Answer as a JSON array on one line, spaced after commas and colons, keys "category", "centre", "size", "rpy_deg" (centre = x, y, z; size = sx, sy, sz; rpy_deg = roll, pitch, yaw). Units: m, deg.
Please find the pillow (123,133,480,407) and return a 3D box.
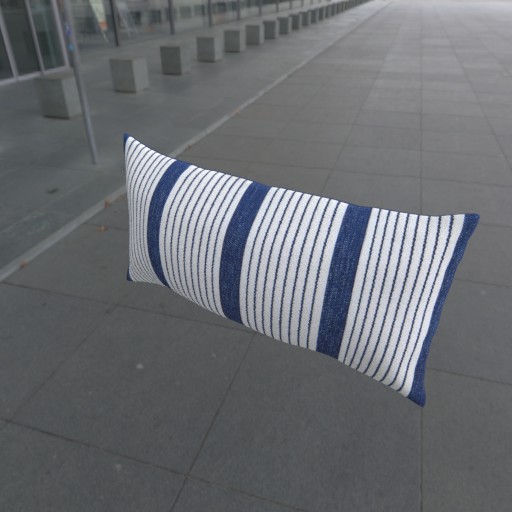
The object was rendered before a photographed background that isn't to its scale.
[{"category": "pillow", "centre": [0.000, 0.000, 0.722], "size": [0.608, 0.292, 0.156], "rpy_deg": [19, 36, 27]}]
